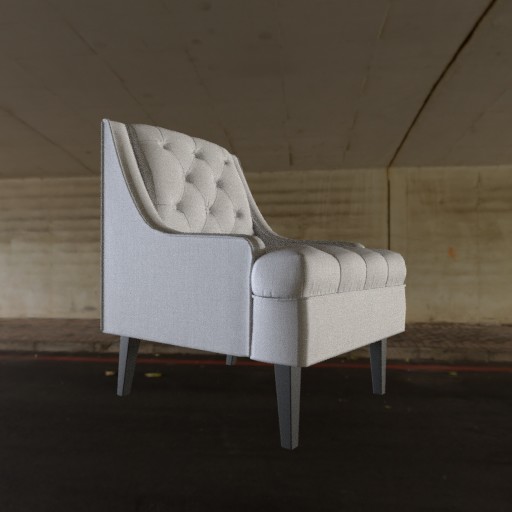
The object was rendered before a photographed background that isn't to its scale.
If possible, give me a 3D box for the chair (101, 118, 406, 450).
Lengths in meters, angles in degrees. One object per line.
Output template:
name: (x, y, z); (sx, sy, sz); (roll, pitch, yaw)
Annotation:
chair: (0.000, 0.000, 1.421); (0.772, 0.891, 0.658); (0, -1, 38)
